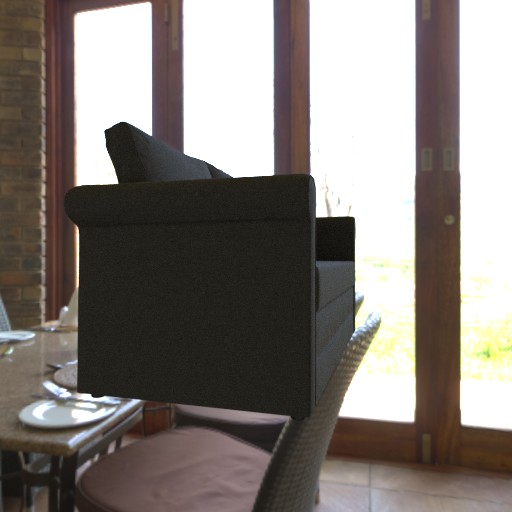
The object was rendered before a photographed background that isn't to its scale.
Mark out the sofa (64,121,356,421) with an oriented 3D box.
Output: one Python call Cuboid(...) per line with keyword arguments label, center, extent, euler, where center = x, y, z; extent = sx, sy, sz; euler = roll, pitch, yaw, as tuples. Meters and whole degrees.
Cuboid(label="sofa", center=(0.000, 0.000, 1.900), extent=(0.741, 0.872, 1.460), euler=(0, 0, 17))
